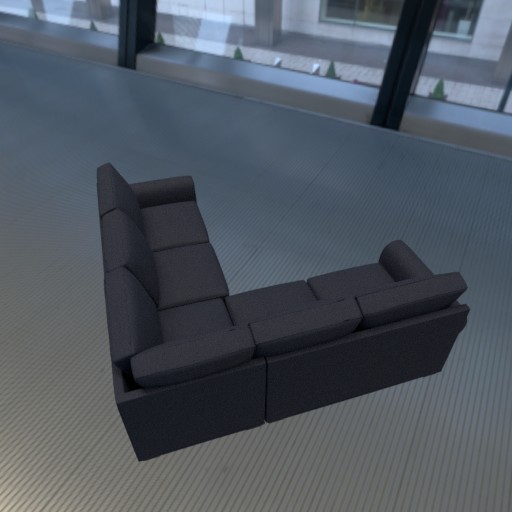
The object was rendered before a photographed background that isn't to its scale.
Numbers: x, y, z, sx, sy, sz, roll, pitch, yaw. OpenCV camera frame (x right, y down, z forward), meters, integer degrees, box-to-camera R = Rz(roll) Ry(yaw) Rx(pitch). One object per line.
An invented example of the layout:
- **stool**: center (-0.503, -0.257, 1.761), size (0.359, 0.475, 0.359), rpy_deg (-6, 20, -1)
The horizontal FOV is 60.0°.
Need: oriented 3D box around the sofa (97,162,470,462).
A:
- **sofa**: center (0.000, 0.000, 3.890), size (2.487, 1.042, 2.562), rpy_deg (-12, 43, -13)
